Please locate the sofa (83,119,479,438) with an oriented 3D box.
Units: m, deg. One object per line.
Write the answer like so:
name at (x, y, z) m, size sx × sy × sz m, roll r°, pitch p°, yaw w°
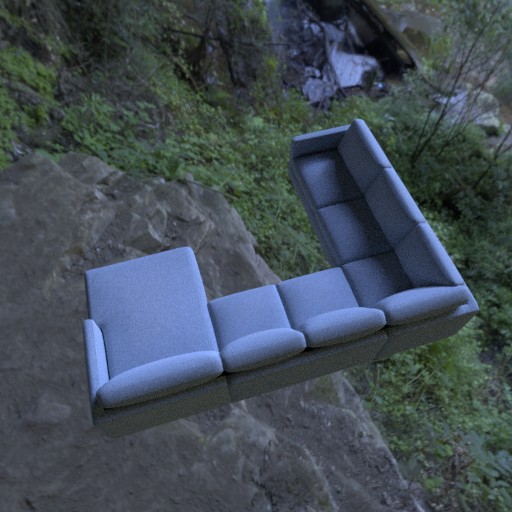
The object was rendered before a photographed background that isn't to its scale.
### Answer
sofa at (0.000, 0.000, 4.476) m, size 3.403 × 0.889 × 2.551 m, roll -14°, pitch 59°, yaw -9°
